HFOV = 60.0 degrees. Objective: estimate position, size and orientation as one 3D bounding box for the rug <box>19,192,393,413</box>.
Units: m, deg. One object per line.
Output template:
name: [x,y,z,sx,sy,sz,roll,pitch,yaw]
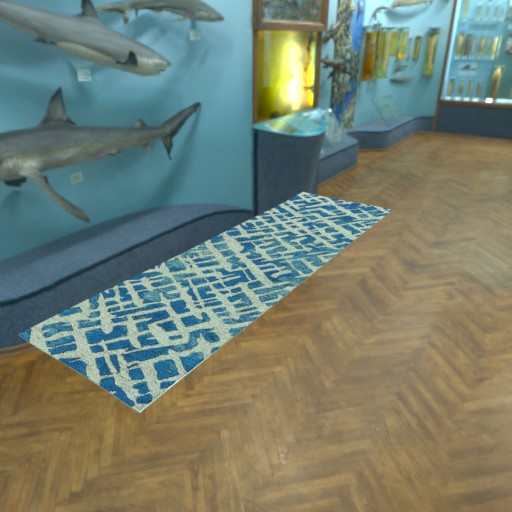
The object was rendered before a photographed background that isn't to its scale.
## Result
rug: [0.000,0.000,2.602,0.768,0.011,2.446,17,31,31]
